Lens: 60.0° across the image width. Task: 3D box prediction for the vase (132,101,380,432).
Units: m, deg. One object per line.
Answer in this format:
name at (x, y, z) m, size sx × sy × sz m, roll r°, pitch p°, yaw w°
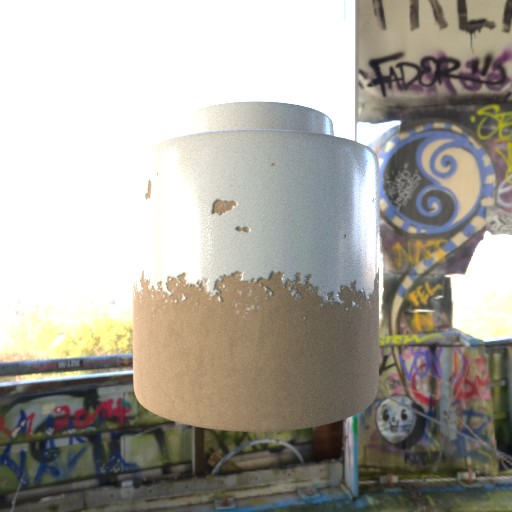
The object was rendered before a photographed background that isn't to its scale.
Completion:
vase at (0.000, 0.000, 0.285) m, size 0.153 × 0.167 × 0.153 m, roll 0°, pitch 1°, yaw 0°
